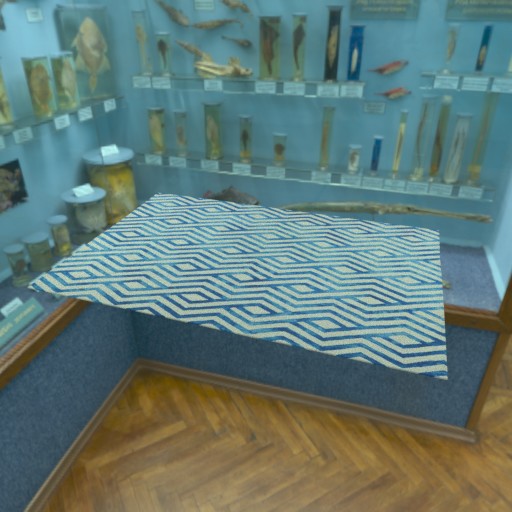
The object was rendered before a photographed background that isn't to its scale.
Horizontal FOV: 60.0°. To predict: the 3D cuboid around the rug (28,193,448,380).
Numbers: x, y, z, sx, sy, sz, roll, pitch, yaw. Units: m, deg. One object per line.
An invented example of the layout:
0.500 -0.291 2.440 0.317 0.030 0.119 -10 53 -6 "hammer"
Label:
0.000 0.000 2.312 1.830 0.008 1.225 9 31 16 "rug"
